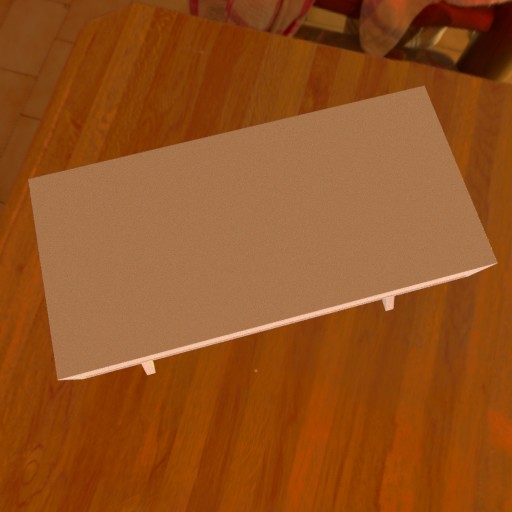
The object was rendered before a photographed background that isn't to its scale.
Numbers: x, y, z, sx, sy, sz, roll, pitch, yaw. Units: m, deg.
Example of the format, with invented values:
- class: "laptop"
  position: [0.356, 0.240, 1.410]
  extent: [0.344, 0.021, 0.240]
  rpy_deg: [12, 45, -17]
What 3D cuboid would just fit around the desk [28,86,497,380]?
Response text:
- class: "desk"
  position: [0.000, 0.000, 1.468]
  extent: [1.057, 0.780, 0.525]
  rpy_deg: [-14, 76, -4]
